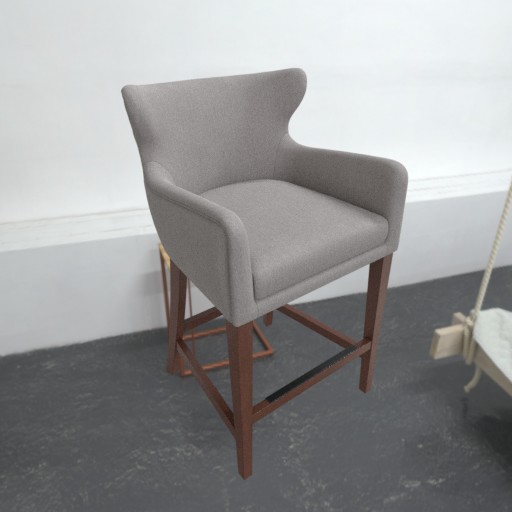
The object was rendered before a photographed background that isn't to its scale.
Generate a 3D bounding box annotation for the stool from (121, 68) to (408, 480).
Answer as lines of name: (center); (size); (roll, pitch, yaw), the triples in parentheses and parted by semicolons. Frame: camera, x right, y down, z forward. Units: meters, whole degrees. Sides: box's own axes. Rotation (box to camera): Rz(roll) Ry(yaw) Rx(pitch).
stool: (0.000, 0.000, 1.289); (0.575, 0.951, 0.575); (-21, 36, -32)
